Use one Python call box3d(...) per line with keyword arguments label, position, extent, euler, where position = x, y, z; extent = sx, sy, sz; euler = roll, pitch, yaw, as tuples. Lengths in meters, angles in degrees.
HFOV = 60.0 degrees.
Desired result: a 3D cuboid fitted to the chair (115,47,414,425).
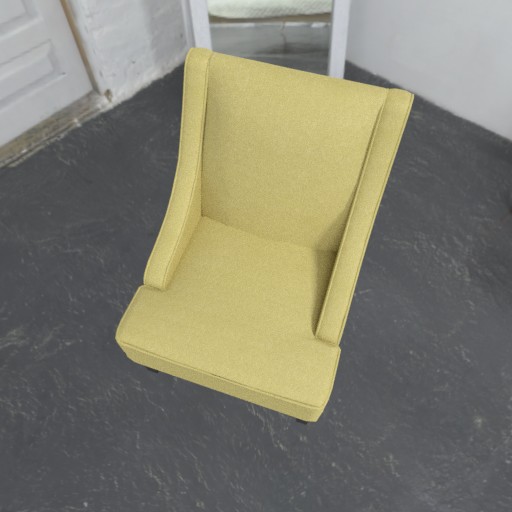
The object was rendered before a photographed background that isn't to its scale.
box3d(label="chair", position=(0.000, 0.000, 1.477), extent=(0.696, 0.896, 0.814), euler=(16, 60, 9))
